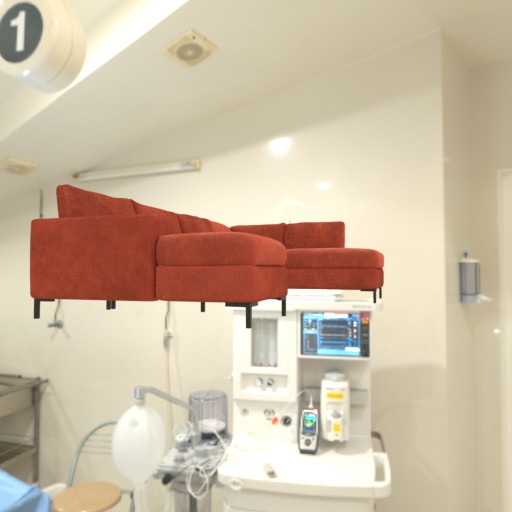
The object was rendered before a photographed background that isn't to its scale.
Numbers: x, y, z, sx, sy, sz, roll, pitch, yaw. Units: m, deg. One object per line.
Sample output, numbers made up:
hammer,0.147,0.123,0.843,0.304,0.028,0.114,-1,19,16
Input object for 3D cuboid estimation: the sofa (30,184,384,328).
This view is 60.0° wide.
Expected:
sofa,0.000,0.000,3.823,1.981,0.858,2.971,-1,-2,19
